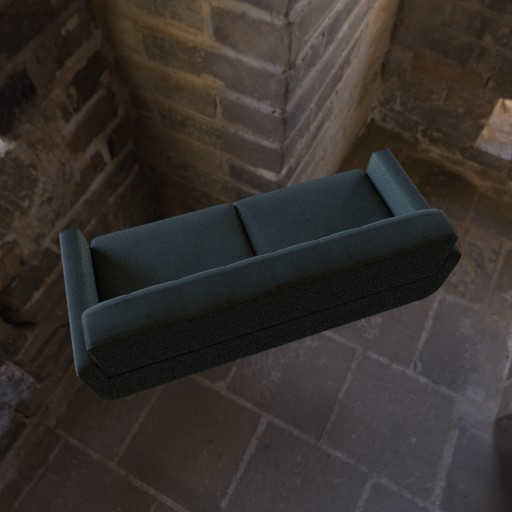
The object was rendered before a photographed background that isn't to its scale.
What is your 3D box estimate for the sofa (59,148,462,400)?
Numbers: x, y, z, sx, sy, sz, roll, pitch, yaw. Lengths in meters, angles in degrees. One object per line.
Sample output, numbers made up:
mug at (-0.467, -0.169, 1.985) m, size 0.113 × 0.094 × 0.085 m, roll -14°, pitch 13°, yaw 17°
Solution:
sofa at (0.000, 0.000, 2.538) m, size 2.029 × 0.841 × 0.909 m, roll -16°, pitch 59°, yaw -10°
